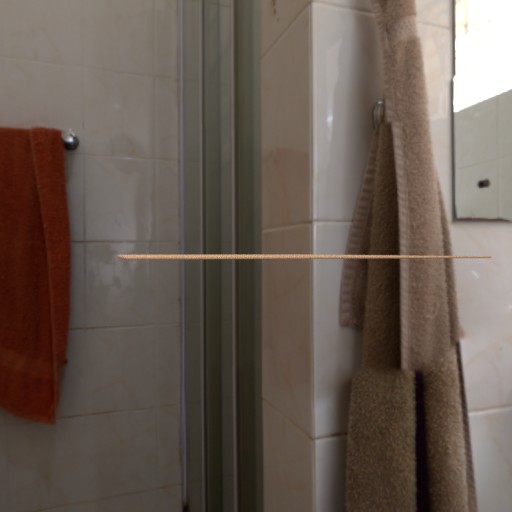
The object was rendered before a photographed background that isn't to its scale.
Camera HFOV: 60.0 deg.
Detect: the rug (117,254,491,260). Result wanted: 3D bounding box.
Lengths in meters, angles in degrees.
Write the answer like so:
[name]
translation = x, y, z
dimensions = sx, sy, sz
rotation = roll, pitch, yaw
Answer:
[rug]
translation = 0.000, 0.000, 4.081
dimensions = 2.439, 0.013, 3.048
rotation = 0, 0, -18
